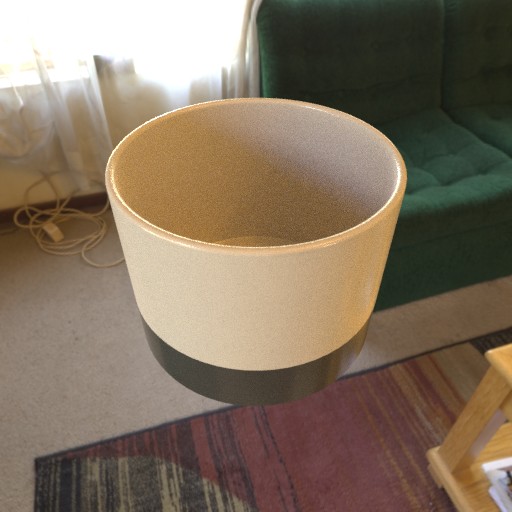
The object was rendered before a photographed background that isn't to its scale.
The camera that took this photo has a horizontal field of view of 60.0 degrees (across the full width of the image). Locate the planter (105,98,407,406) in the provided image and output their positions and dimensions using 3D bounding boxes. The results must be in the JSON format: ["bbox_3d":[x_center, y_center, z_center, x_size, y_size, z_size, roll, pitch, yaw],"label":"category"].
[{"bbox_3d":[0.000,0.000,0.350,0.193,0.177,0.193,0,42,0],"label":"planter"}]
